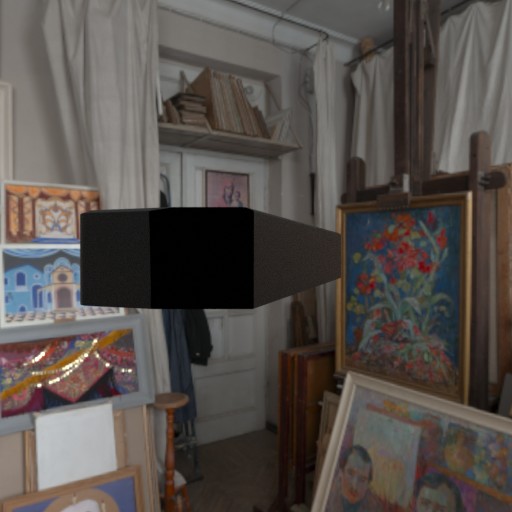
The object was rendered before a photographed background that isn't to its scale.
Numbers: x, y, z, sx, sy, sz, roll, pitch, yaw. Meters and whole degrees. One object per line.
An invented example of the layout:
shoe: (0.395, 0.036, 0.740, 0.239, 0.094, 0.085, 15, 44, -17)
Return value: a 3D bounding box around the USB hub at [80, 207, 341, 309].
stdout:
USB hub: (0.000, 0.000, 0.168, 0.044, 0.023, 0.145, 0, 0, 19)
